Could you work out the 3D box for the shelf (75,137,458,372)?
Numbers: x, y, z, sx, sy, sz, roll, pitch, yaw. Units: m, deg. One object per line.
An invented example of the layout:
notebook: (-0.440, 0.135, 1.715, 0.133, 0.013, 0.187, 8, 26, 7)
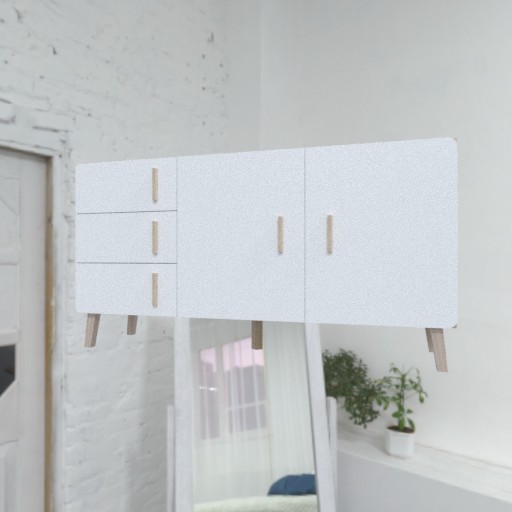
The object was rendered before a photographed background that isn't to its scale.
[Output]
shelf: (0.000, 0.000, 1.844, 1.490, 0.780, 0.400, 0, 0, 17)
